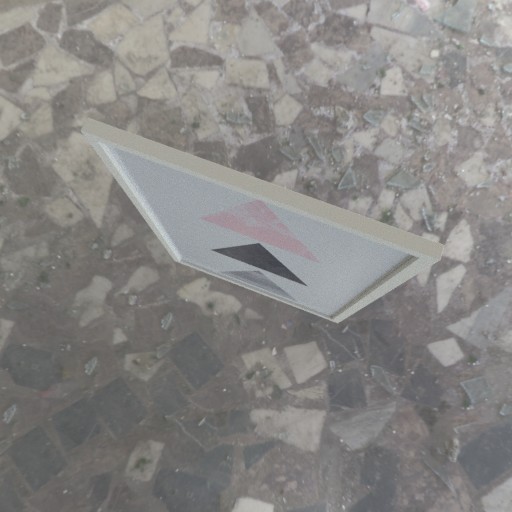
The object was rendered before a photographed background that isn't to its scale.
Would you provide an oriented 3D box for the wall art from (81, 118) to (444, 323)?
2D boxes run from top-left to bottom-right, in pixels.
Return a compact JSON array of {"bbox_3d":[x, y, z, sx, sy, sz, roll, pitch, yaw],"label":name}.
[{"bbox_3d":[0.000,0.000,0.559,0.303,0.433,0.013,21,76,5],"label":"wall art"}]
